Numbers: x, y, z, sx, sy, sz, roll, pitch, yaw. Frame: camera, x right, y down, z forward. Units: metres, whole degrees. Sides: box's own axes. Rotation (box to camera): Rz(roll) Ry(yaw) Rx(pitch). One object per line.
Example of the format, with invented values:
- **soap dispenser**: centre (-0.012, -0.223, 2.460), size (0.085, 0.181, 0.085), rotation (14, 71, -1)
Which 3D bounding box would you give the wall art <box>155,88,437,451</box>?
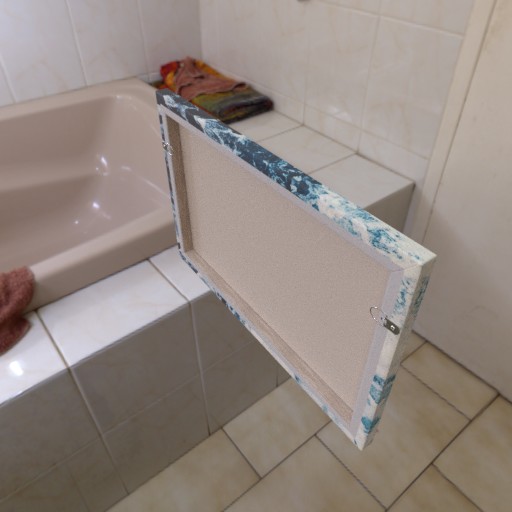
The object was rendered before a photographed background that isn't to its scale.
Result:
- **wall art**: centre (0.000, 0.000, 1.169), size (0.042, 0.610, 0.915), rotation (-25, 47, -27)
